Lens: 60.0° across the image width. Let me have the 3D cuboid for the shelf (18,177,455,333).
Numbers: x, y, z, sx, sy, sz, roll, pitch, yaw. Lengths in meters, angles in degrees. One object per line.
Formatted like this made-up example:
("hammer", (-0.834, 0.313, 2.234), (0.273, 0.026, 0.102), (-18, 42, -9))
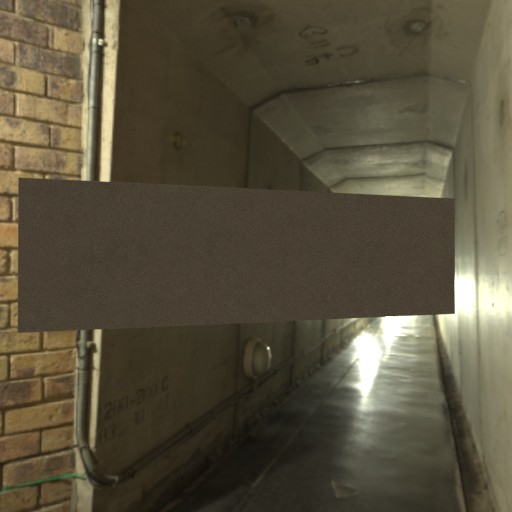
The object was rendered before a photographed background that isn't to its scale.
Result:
("shelf", (0.000, 0.000, 1.098), (1.020, 0.300, 0.200), (0, 0, -17))
